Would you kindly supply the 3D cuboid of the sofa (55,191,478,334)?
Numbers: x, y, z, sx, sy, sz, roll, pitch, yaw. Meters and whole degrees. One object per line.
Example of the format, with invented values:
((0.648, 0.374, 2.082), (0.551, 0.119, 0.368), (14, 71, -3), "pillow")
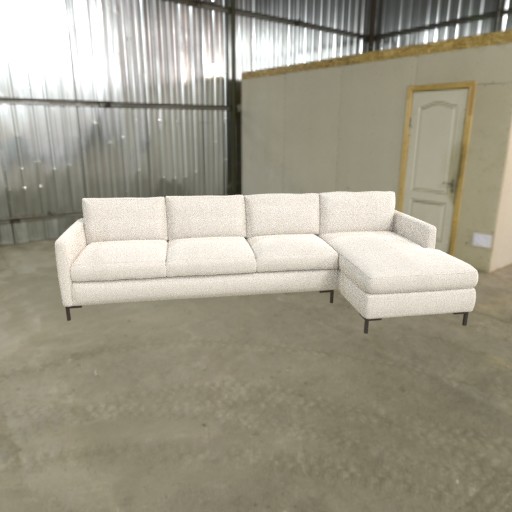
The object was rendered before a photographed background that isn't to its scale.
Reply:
((0.000, 0.000, 2.882), (2.445, 0.677, 1.126), (-3, 17, -9), "sofa")
